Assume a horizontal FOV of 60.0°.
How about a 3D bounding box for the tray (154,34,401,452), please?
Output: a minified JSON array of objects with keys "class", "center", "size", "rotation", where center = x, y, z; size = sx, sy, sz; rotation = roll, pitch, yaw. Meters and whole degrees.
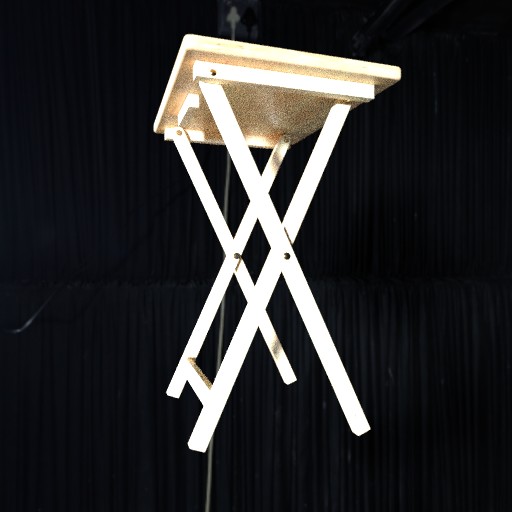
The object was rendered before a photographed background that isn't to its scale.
[{"class":"tray","center":[0.000,0.000,0.943],"size":[0.381,0.660,0.483],"rotation":[0,0,-18]}]
